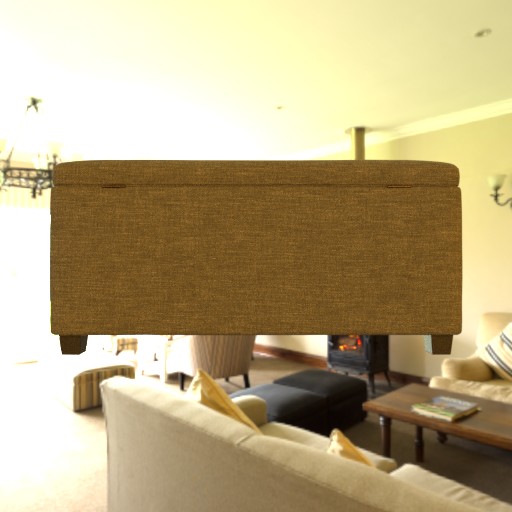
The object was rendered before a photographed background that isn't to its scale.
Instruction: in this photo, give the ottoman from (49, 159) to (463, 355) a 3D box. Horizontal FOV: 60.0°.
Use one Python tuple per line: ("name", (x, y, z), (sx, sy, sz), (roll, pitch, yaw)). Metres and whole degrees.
("ottoman", (0.000, 0.000, 1.137), (0.902, 0.432, 0.419), (0, -1, 0))
